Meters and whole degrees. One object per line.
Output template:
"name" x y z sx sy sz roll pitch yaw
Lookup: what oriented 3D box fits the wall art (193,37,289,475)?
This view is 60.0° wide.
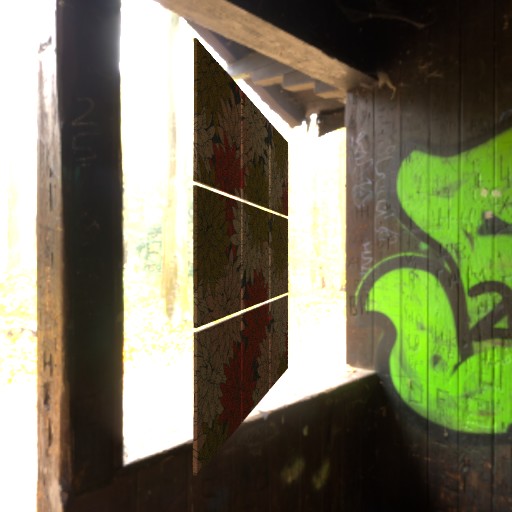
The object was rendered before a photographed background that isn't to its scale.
"wall art" 0.000 0.000 1.812 0.013 1.218 1.206 0 0 16
